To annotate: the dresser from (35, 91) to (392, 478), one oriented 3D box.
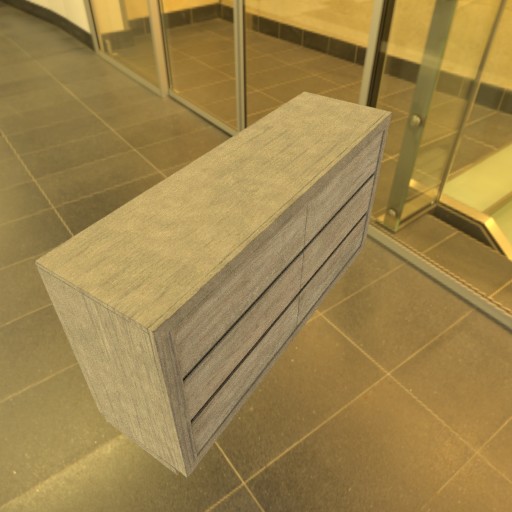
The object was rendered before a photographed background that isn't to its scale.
[{"bbox_3d":[0.000,0.000,2.006,0.483,0.889,1.628,24,46,25],"label":"dresser"}]
